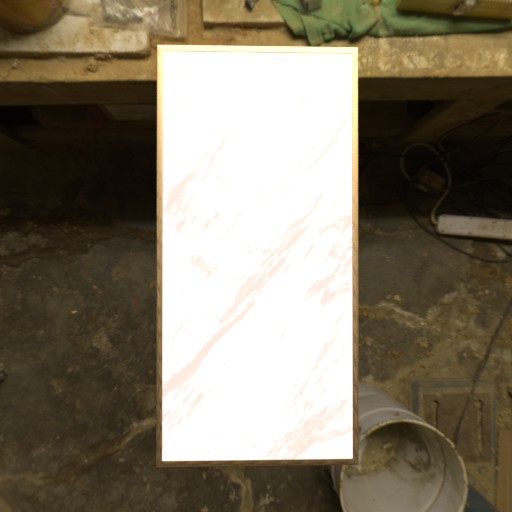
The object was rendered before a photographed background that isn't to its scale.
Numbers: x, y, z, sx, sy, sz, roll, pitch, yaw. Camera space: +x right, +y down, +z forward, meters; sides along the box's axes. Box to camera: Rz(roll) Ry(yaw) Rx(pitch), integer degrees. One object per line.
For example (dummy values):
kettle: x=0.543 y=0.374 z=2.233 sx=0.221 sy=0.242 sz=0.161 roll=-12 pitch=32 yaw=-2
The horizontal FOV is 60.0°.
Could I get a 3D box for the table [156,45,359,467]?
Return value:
table: x=0.000 y=0.000 z=1.463 sx=0.577 sy=0.405 sz=1.197 roll=0 pitch=90 yaw=-2
